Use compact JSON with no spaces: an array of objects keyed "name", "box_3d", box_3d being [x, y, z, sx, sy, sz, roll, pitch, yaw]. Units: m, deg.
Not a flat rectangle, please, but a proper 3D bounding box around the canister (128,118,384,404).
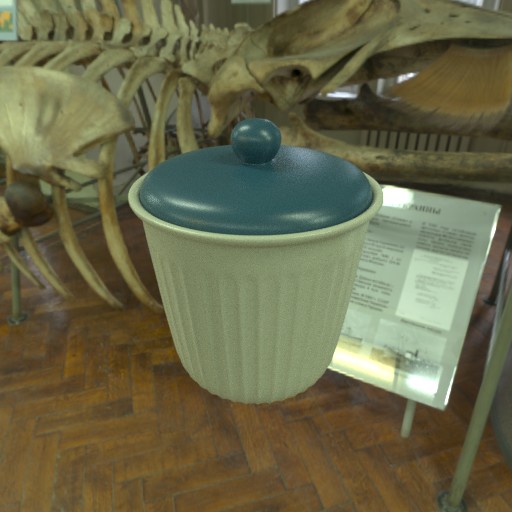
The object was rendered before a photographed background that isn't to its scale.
[{"name":"canister","box_3d":[0.000,0.000,0.351,0.181,0.211,0.181,0,28,0]}]
